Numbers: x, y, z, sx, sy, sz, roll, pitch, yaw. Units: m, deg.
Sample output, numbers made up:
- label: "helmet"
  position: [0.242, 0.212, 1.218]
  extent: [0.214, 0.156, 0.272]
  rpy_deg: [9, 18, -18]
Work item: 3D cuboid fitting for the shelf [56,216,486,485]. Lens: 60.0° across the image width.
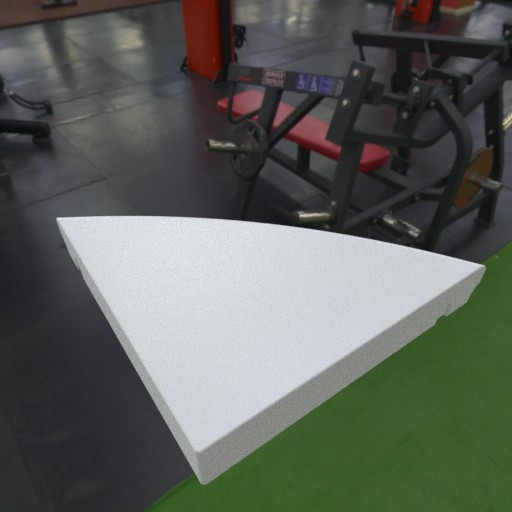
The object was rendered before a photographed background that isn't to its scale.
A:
- label: "shelf"
  position: [0.000, 0.000, 0.454]
  extent: [0.310, 0.050, 0.310]
  rpy_deg: [-25, 47, -26]
